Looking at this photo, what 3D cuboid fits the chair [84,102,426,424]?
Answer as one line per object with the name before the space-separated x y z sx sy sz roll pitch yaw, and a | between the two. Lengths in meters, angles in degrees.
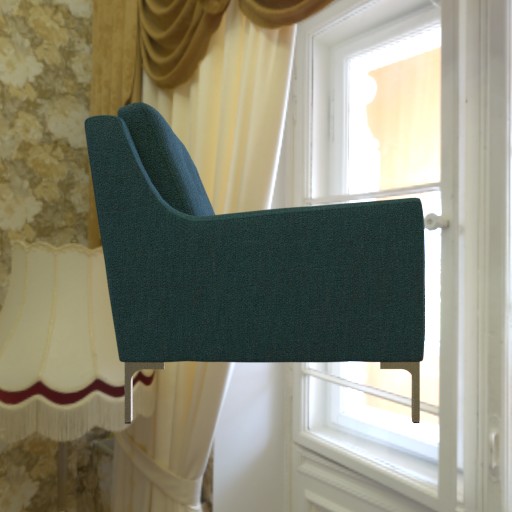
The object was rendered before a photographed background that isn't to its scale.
chair | 0.000 0.000 1.491 0.849 0.828 0.847 0 0 0
